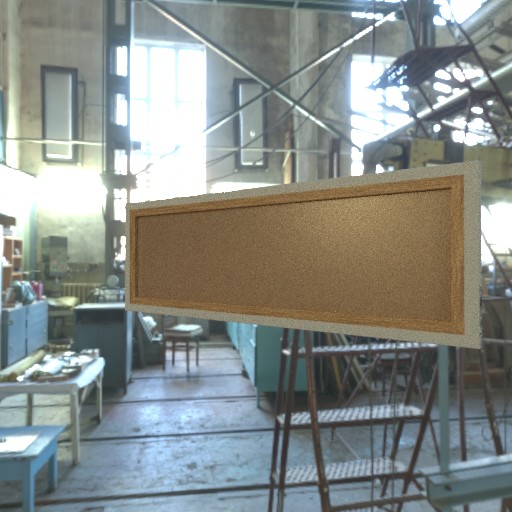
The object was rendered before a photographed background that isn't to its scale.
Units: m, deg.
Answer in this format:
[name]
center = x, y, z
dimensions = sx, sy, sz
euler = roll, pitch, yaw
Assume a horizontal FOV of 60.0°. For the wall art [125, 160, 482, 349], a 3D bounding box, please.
[wall art]
center = 0.000, 0.000, 1.657
dimensions = 1.520, 0.507, 0.039
euler = 0, -1, 37
